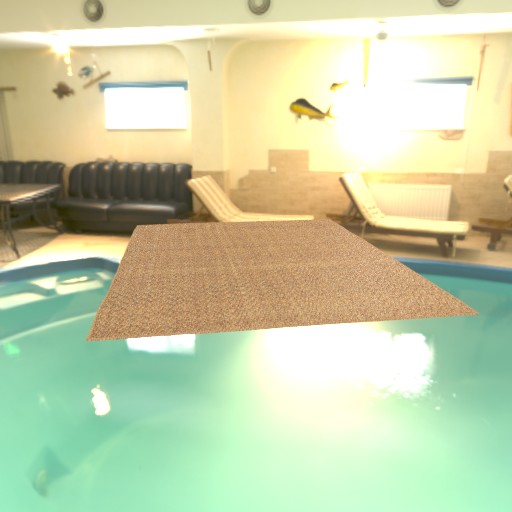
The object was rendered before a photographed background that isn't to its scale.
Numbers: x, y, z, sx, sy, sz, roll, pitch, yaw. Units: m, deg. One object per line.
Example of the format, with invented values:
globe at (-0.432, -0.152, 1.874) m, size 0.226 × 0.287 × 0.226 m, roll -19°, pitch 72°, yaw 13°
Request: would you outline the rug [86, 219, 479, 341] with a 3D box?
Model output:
rug at (0.000, 0.000, 4.087) m, size 2.439 × 0.013 × 3.048 m, roll -3°, pitch 17°, yaw -9°
